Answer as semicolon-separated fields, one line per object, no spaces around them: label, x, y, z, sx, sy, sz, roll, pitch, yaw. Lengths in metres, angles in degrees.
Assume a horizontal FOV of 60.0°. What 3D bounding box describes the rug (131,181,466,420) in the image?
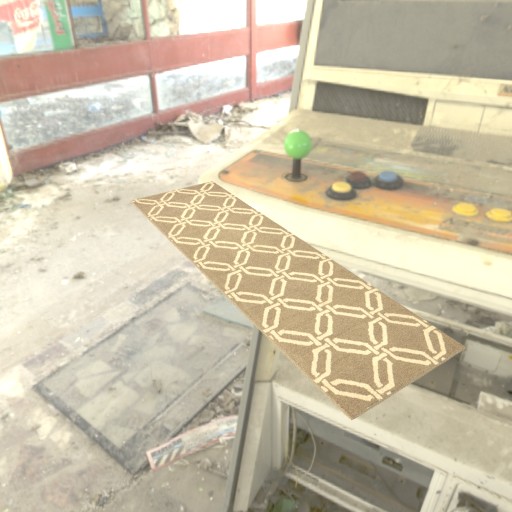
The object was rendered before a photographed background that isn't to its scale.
rug;0.000;0.000;2.571;0.678;0.014;2.276;-19;36;-28
